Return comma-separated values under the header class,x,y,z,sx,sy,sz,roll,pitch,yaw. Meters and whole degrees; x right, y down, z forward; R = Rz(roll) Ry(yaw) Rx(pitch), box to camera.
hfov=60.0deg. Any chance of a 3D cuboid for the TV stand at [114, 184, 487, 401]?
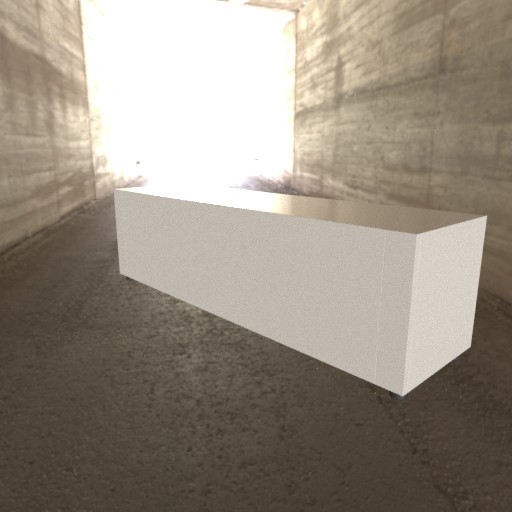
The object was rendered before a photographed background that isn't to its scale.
class,x,y,z,sx,sy,sz,roll,pitch,yaw
TV stand,0.000,0.000,1.718,0.410,0.440,1.500,-13,19,-42
